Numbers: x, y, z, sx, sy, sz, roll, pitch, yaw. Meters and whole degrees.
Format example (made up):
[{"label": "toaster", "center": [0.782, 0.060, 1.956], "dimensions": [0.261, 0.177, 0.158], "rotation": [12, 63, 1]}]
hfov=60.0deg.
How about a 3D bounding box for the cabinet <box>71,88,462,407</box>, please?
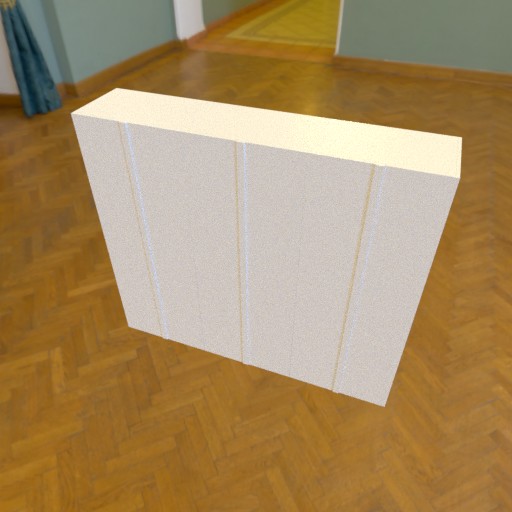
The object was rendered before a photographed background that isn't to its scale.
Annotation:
[{"label": "cabinet", "center": [0.000, 0.000, 3.849], "dimensions": [2.700, 2.370, 0.590], "rotation": [14, 41, 16]}]
